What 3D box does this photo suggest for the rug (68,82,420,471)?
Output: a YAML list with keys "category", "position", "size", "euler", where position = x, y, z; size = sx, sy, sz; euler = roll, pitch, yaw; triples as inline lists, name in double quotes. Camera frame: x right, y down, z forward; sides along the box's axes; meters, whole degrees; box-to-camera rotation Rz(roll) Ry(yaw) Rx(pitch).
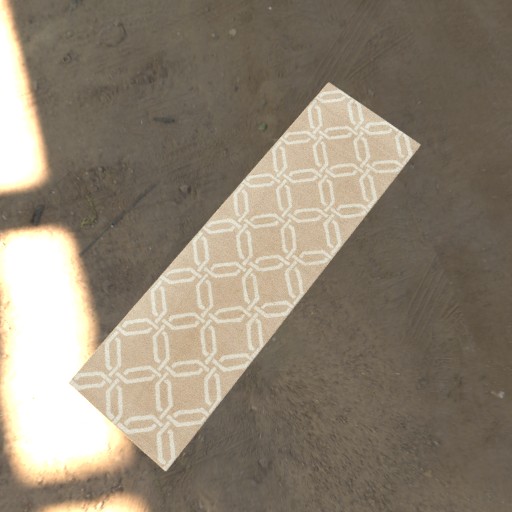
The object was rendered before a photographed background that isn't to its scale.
- category: "rug"
  position: [0.000, 0.000, 2.458]
  size: [0.678, 0.014, 2.276]
  euler: [38, 79, 9]
